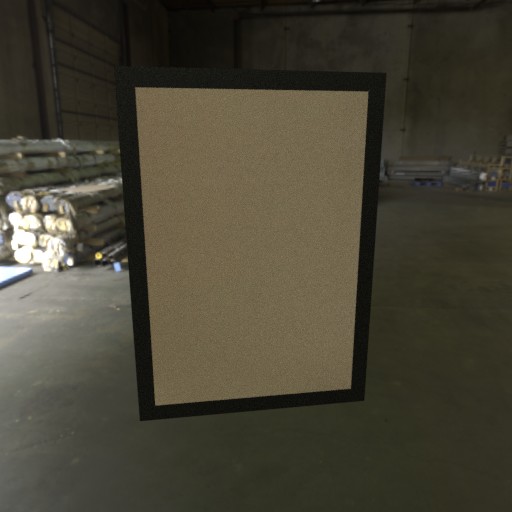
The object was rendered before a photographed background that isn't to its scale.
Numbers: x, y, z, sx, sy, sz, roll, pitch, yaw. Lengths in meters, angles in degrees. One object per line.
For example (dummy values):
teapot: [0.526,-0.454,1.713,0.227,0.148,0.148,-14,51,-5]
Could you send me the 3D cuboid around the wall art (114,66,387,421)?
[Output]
wall art: [0.000,0.000,0.678,0.379,0.530,0.008,-2,14,-9]
